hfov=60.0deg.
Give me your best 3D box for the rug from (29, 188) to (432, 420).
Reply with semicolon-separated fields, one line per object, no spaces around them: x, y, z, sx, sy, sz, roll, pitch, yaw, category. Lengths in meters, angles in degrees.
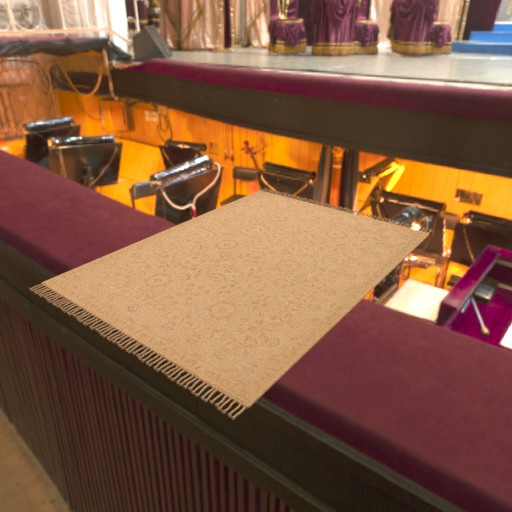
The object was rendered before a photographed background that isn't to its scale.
0.000;0.000;2.283;1.223;0.015;1.771;20;33;33;rug
